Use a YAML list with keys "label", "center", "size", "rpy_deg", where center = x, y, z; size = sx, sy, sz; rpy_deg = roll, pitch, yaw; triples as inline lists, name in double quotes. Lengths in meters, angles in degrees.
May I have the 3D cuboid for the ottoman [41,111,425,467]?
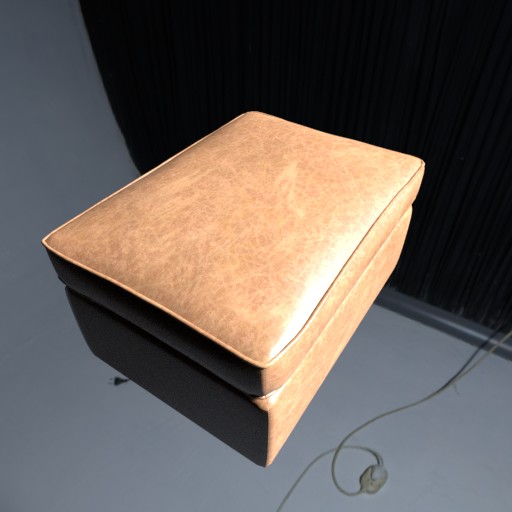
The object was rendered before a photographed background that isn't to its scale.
- label: "ottoman"
  center: [0.000, 0.000, 1.107]
  size: [0.554, 0.468, 0.756]
  rpy_deg: [24, 47, 24]
